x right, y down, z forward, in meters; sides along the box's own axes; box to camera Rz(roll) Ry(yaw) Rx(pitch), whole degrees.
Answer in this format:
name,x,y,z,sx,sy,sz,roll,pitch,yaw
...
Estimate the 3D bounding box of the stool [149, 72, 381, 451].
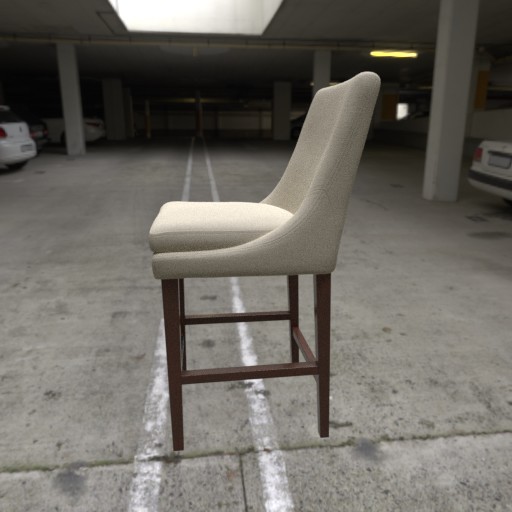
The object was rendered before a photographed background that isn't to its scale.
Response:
name,x,y,z,sx,sy,sz,roll,pitch,yaw
stool,0.000,0.000,1.321,0.577,0.981,0.470,-2,15,-7
